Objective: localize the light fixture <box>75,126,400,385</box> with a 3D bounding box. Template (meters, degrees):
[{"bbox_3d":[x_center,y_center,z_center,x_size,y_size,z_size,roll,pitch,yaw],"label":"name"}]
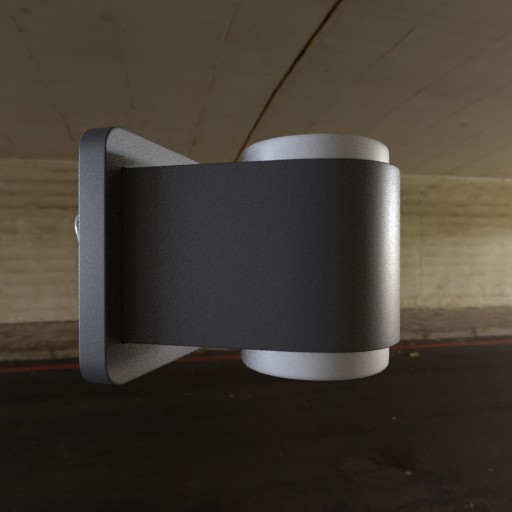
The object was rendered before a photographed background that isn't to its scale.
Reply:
[{"bbox_3d":[0.000,0.000,0.213,0.132,0.109,0.109,0,0,18],"label":"light fixture"}]
